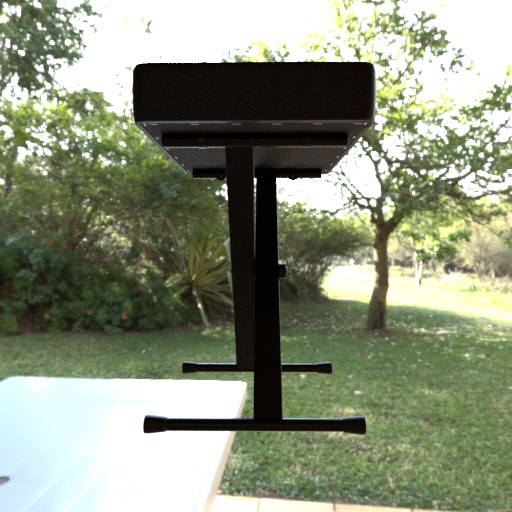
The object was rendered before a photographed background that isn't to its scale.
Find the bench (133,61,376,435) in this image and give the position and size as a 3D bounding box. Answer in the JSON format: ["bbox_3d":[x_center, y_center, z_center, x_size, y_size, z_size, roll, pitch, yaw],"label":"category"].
[{"bbox_3d":[0.000,0.000,0.778,0.321,0.500,0.424,0,1,1],"label":"bench"}]
